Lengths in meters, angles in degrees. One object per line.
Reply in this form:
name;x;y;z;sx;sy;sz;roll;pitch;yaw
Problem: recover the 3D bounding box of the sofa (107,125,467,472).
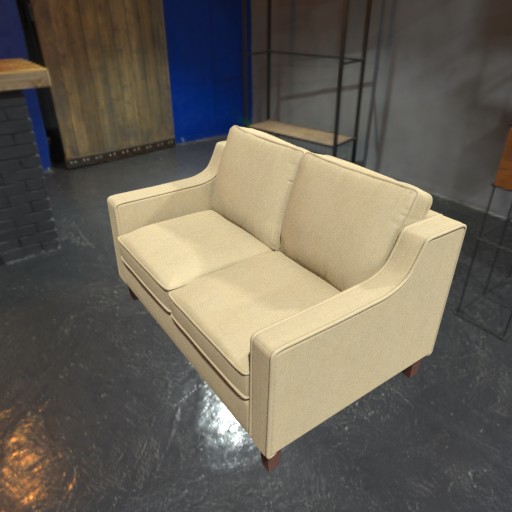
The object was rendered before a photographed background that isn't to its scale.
sofa;0.000;0.000;2.193;0.987;0.971;1.501;-20;36;-30
